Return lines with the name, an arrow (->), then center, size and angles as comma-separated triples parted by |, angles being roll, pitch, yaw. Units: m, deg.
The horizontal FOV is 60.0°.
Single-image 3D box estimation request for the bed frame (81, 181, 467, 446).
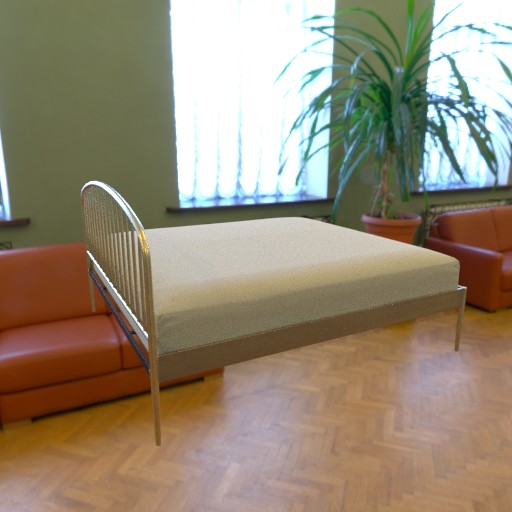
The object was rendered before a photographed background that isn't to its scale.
bed frame -> 0.000, 0.000, 3.316 | 2.152, 1.174, 2.016 | -7, 16, -27
